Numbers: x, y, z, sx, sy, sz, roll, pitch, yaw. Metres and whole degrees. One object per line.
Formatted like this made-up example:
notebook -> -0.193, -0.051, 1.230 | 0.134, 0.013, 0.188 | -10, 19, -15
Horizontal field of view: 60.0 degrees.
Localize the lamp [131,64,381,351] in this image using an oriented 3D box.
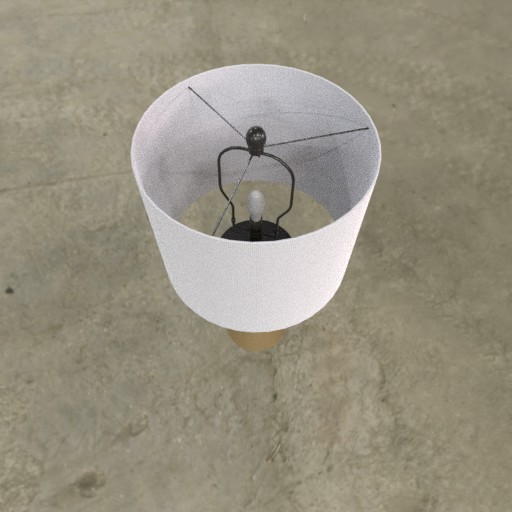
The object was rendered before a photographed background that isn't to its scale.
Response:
lamp -> 0.000, 0.000, 0.769 | 0.304, 0.573, 0.304 | 17, 60, 10
